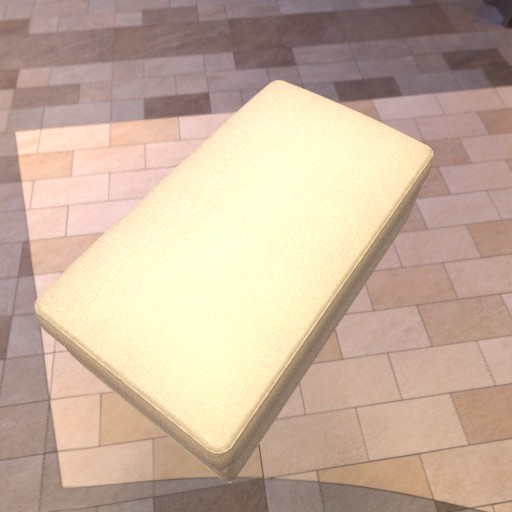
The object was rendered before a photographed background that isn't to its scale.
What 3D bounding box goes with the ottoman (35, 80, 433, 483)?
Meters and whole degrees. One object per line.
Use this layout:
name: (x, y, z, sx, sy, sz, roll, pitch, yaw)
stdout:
ottoman: (0.000, 0.000, 1.371, 0.617, 0.461, 1.097, 31, 63, 18)
